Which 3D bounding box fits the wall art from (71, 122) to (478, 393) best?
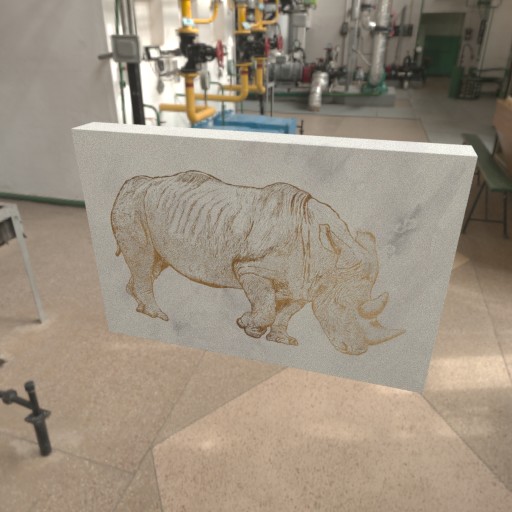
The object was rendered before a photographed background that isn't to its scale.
[{"bbox_3d":[0.000,0.000,0.477,0.381,0.254,0.038,8,28,15],"label":"wall art"}]
